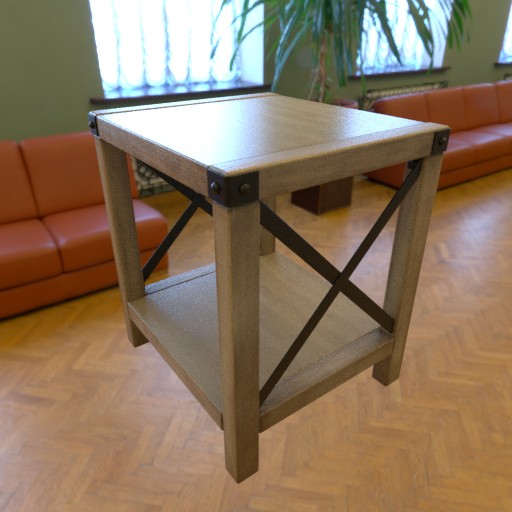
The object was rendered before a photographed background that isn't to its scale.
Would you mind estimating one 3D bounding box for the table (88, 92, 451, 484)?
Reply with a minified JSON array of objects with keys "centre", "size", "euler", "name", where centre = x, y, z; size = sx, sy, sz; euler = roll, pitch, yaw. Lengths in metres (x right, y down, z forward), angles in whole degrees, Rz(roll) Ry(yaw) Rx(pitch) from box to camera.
[{"centre":[0.000,0.000,0.927],"size":[0.459,0.561,0.510],"euler":[-19,33,-31],"name":"table"}]
